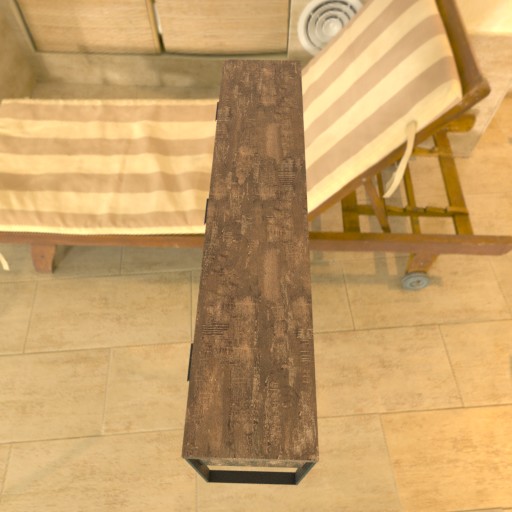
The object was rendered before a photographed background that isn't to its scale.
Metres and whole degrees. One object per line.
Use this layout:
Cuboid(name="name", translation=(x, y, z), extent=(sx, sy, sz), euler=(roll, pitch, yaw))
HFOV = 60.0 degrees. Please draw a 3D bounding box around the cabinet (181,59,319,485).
Cuboid(name="cabinet", translation=(0.000, 0.000, 2.025), extent=(0.395, 0.762, 1.800), euler=(1, 58, 1))
